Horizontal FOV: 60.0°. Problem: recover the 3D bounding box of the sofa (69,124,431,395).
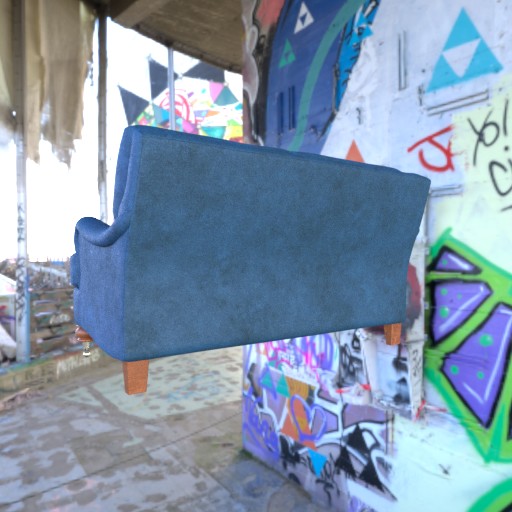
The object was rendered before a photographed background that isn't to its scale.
[{"bbox_3d":[0.000,0.000,2.528,1.853,1.101,1.084,0,1,-35],"label":"sofa"}]
